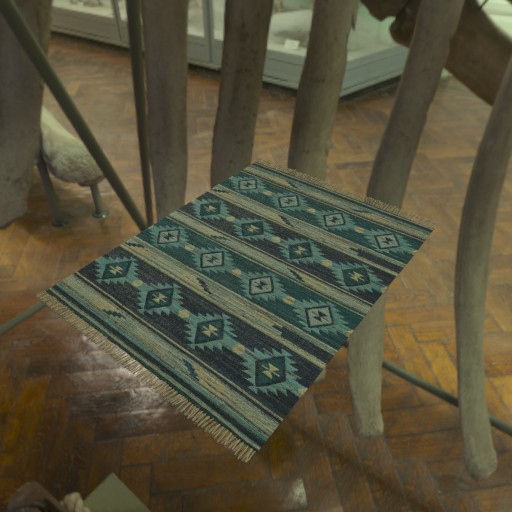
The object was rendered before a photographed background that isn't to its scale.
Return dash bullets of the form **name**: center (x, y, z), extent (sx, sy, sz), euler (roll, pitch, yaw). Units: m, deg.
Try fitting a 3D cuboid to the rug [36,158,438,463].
- **rug**: center (0.000, 0.000, 4.338), extent (2.418, 0.047, 3.307), euler (27, 47, 28)
